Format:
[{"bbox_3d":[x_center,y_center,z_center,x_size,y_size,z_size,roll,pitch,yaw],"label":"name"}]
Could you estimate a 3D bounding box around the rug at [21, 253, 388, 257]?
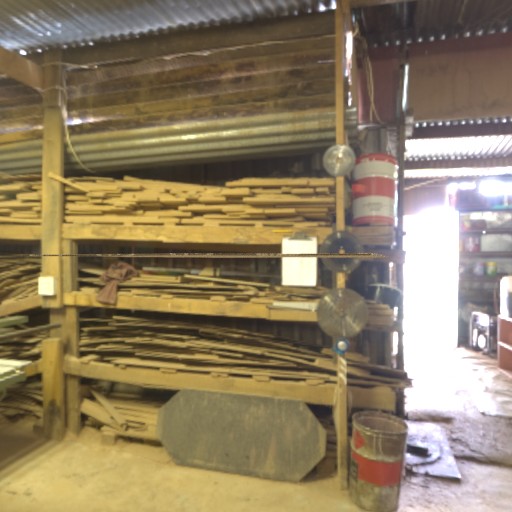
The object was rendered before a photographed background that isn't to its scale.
[{"bbox_3d":[0.000,0.000,4.412,2.441,0.020,3.419,0,0,18],"label":"rug"}]
